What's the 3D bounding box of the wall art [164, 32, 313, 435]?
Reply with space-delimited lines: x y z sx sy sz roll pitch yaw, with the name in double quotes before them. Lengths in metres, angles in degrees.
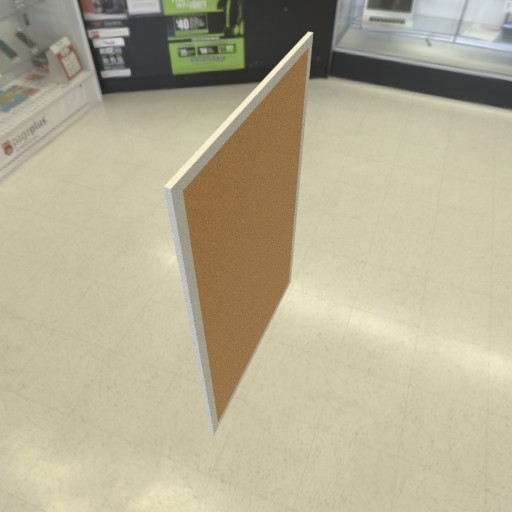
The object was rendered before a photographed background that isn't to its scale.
"wall art" 0.000 0.000 1.208 0.013 0.940 0.659 18 49 16
